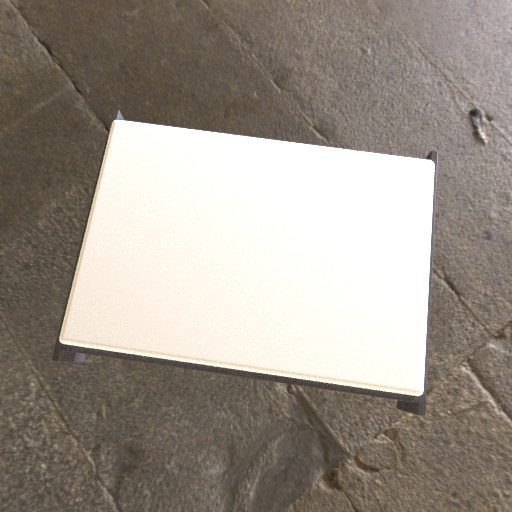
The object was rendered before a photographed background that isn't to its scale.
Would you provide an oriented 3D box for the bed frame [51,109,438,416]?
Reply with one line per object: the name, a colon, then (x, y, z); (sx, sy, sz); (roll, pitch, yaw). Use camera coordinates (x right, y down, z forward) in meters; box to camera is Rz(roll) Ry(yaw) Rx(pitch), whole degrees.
bed frame: (0.000, 0.000, 2.602); (1.950, 0.432, 1.490); (8, 76, 2)
